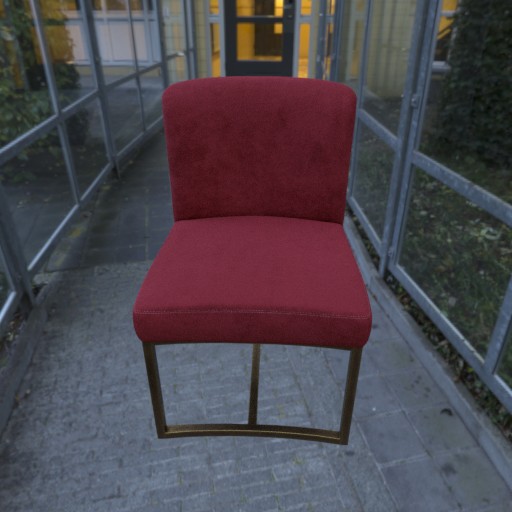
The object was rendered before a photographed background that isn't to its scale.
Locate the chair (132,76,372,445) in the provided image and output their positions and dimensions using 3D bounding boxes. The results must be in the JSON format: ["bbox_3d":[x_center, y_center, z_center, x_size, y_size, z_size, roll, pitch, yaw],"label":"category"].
[{"bbox_3d":[0.000,0.000,1.174,0.530,0.824,0.560,1,30,2],"label":"chair"}]
